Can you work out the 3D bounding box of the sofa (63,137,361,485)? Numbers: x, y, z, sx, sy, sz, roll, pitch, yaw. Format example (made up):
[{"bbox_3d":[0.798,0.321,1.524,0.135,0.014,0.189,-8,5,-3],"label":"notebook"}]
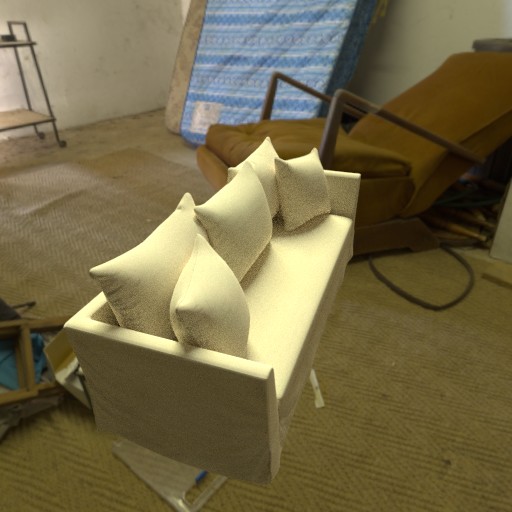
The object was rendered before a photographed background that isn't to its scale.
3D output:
[{"bbox_3d":[0.000,0.000,2.962,1.030,1.042,2.484,10,31,17],"label":"sofa"}]
